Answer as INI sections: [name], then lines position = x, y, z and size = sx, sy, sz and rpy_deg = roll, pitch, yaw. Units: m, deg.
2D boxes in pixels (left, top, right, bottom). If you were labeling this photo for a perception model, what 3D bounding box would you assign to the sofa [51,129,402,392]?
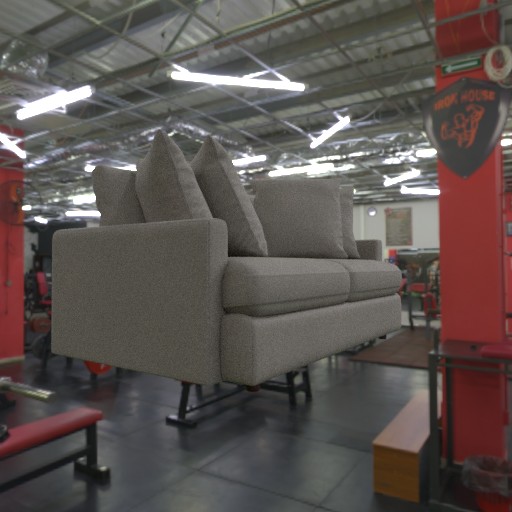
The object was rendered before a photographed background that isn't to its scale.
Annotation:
[sofa]
position = 0.000, 0.000, 2.622
size = 1.228, 1.080, 1.869
rpy_deg = -1, -1, 35
